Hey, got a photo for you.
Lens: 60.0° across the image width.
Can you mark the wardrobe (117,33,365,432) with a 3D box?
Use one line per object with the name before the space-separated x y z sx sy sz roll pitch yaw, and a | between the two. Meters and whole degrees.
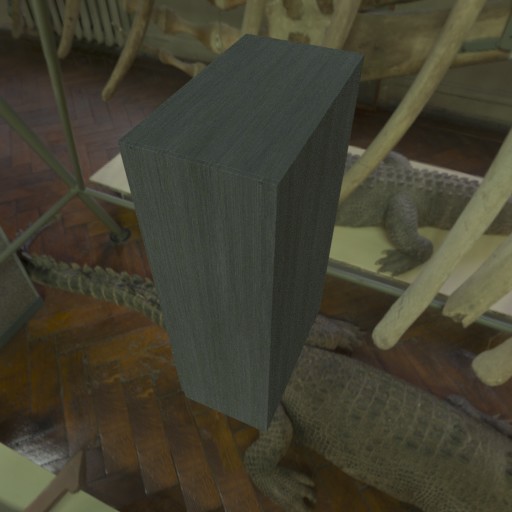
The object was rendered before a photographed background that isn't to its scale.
wardrobe | 0.000 0.000 2.322 0.577 1.808 0.991 18 49 16
